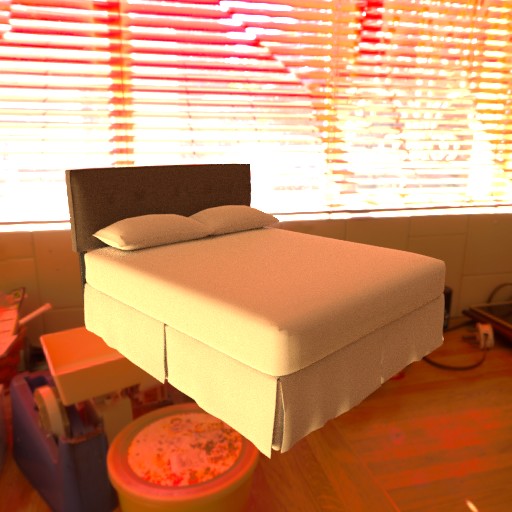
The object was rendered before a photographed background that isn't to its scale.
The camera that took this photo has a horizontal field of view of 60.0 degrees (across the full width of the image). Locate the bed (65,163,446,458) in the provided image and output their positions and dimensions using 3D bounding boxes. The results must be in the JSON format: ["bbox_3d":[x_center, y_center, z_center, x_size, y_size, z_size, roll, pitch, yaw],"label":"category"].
[{"bbox_3d":[0.000,0.000,2.823,1.610,1.089,1.894,-13,19,-43],"label":"bed"}]
